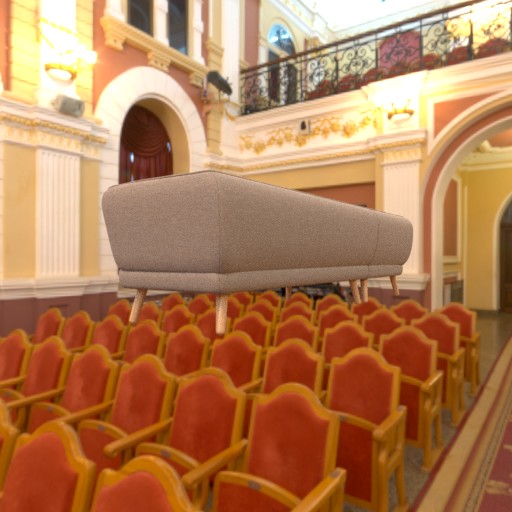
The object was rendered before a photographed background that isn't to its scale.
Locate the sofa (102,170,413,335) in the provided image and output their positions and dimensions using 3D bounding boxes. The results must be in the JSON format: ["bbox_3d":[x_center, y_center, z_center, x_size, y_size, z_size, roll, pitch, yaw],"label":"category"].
[{"bbox_3d":[0.000,0.000,3.235,1.532,0.693,2.653,0,0,35],"label":"sofa"}]
